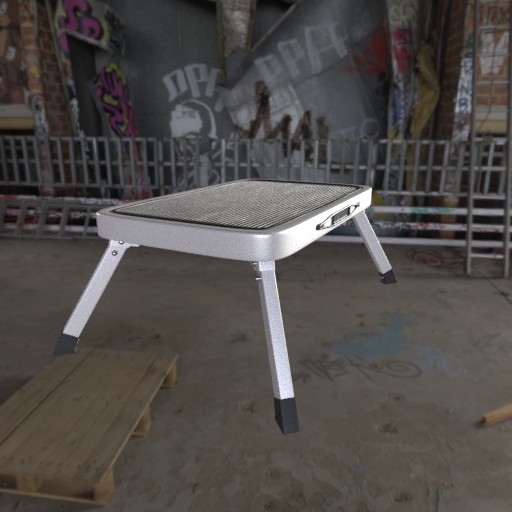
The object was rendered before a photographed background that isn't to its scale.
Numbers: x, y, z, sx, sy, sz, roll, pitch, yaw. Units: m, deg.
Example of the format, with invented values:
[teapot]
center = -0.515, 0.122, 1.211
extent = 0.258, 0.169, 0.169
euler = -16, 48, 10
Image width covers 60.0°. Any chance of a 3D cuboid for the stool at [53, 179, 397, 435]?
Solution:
[stool]
center = 0.000, 0.000, 0.628
extent = 0.320, 0.170, 0.460
euler = 9, 19, 27
